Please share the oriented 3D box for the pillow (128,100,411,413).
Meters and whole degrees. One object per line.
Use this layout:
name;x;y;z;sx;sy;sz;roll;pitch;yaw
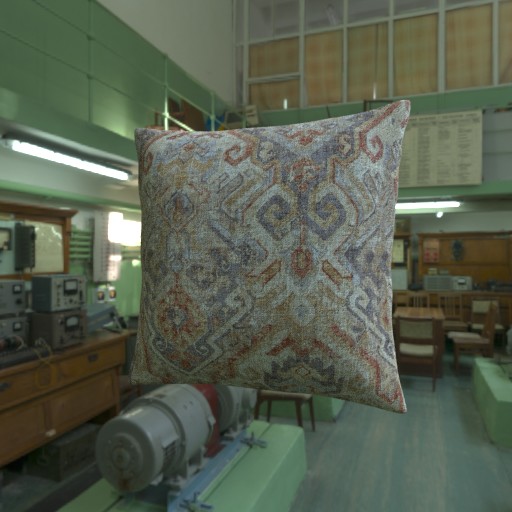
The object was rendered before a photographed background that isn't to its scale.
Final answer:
pillow;0.000;0.000;0.795;0.523;0.506;0.166;0;0;18
